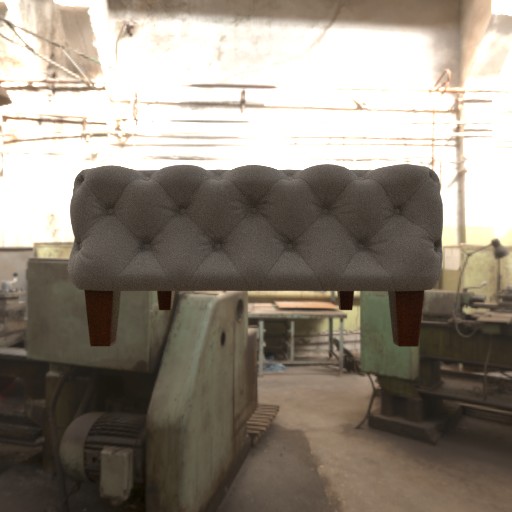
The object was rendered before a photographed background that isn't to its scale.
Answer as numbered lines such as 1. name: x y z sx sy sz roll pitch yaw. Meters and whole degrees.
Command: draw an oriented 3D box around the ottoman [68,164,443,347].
1. ottoman: 0.000 0.000 1.454 0.917 0.439 0.911 0 0 0
